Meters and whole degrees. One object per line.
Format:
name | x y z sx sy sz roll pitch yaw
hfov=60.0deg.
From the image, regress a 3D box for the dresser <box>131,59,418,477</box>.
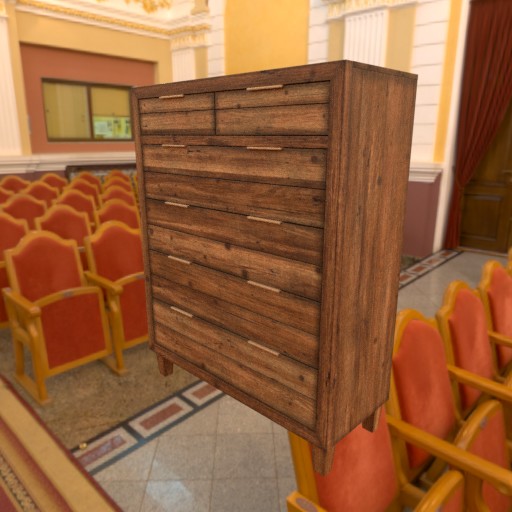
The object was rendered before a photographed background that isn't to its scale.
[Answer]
dresser | 0.000 0.000 1.848 1.067 1.359 0.438 14 21 42
